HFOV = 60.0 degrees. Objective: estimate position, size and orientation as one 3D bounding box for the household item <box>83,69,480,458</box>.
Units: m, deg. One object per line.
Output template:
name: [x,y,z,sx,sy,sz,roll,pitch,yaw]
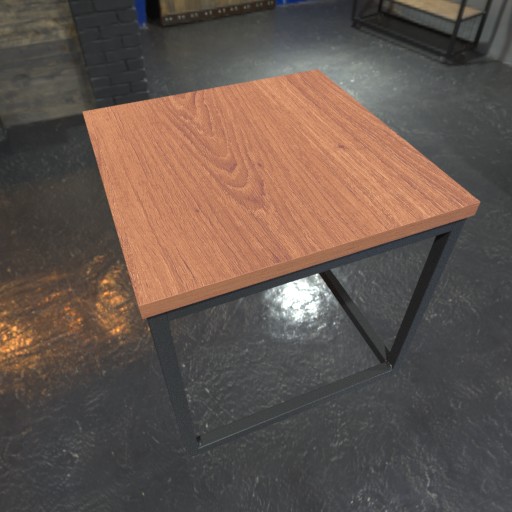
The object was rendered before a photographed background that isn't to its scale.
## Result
household item: [0.000,0.000,0.734,0.400,0.400,0.400,-16,48,-16]
